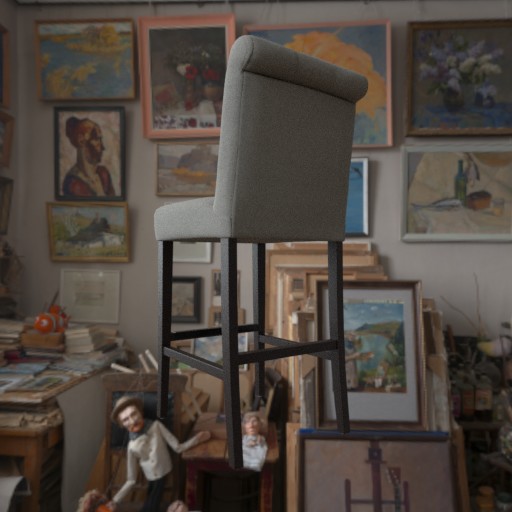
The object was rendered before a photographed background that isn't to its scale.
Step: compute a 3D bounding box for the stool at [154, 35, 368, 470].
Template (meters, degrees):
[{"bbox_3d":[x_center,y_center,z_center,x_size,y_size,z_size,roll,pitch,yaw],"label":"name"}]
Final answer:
[{"bbox_3d":[0.000,0.000,1.471,0.493,1.140,0.601,0,0,-35],"label":"stool"}]
